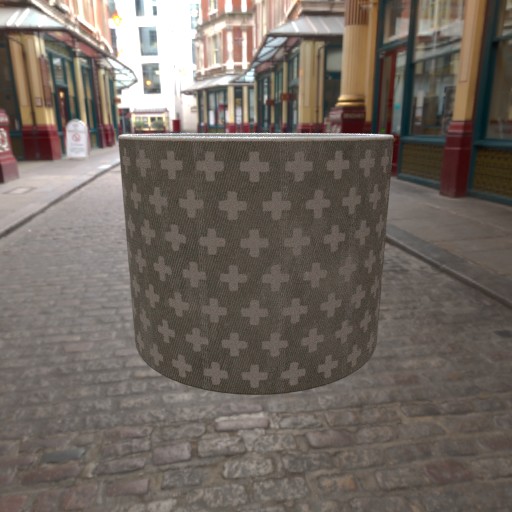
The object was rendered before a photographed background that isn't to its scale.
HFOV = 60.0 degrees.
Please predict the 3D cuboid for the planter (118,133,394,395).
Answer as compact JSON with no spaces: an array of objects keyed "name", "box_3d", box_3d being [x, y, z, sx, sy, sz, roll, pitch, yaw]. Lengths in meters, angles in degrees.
[{"name":"planter","box_3d":[0.000,0.000,0.452,0.250,0.239,0.250,0,16,0]}]
